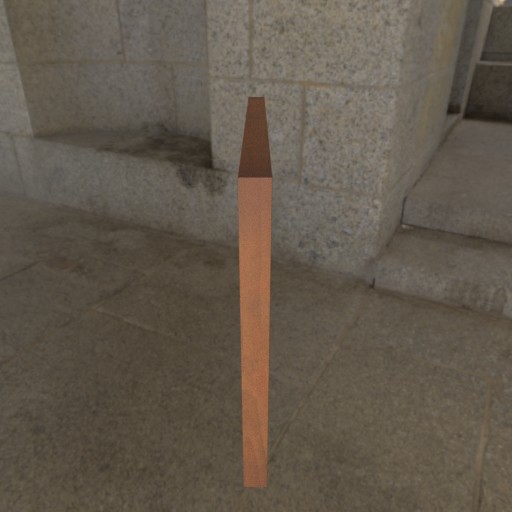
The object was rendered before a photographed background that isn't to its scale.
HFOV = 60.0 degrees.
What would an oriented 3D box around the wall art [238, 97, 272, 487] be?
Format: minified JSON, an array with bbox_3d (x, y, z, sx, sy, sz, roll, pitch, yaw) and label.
[{"bbox_3d":[0.000,0.000,0.779,0.033,0.457,0.558,0,27,0],"label":"wall art"}]
